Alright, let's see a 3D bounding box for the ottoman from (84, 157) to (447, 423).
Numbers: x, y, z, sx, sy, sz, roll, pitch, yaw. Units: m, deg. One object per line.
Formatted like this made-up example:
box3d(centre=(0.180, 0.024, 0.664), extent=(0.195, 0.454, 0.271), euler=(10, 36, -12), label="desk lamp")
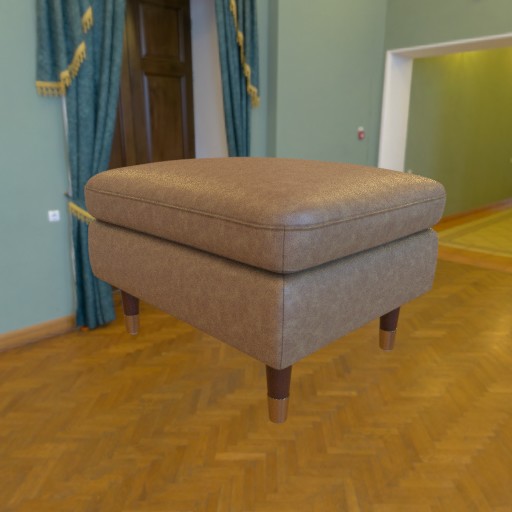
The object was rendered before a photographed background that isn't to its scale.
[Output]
box3d(centre=(0.000, 0.000, 1.120), extent=(0.593, 0.478, 0.747), euler=(-15, 22, -43), label="ottoman")
